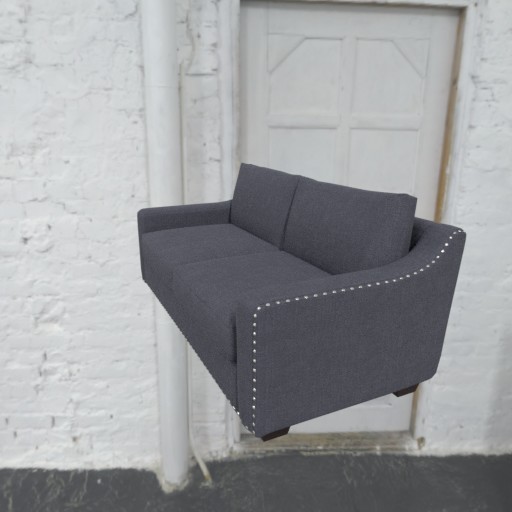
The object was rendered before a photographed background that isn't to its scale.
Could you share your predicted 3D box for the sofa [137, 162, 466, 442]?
[{"bbox_3d":[0.000,0.000,3.342,1.336,1.196,2.550,-8,18,-24],"label":"sofa"}]
